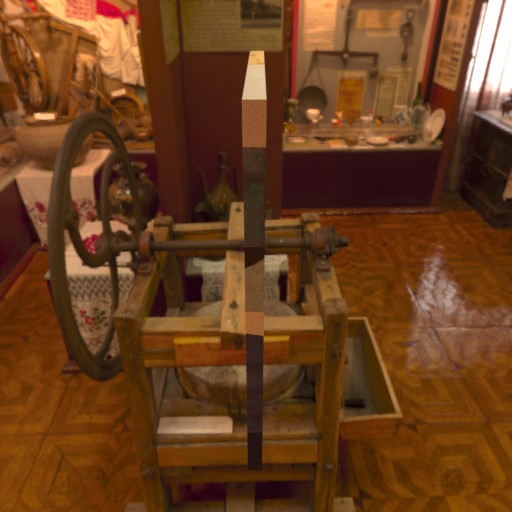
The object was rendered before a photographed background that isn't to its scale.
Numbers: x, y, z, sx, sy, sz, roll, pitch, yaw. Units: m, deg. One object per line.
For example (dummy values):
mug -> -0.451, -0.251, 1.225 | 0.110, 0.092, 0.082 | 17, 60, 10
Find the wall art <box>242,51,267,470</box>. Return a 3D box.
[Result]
wall art -> 0.000, 0.000, 1.157 | 0.039, 0.911, 0.607 | 0, 31, 0
